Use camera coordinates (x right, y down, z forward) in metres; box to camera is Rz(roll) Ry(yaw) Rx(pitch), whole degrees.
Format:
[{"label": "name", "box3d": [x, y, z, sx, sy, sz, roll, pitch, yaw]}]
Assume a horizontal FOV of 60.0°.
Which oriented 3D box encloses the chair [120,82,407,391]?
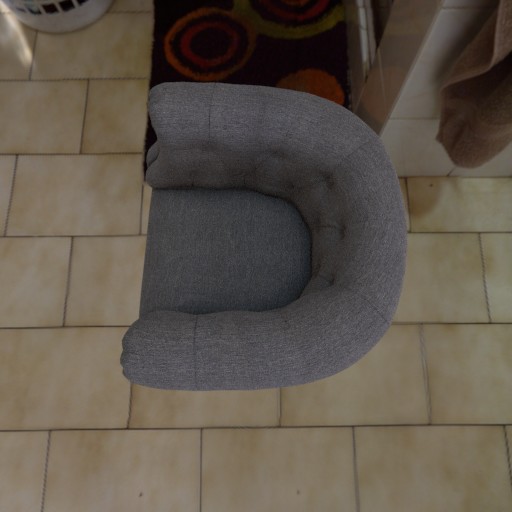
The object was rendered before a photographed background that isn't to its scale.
[{"label": "chair", "box3d": [0.000, 0.000, 1.569, 0.852, 0.827, 0.905, 2, 75, 0]}]
